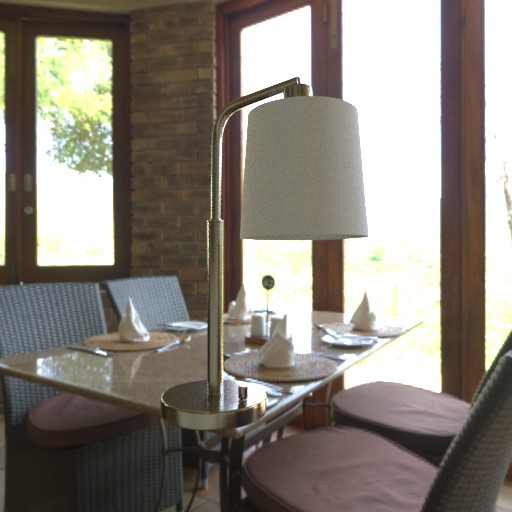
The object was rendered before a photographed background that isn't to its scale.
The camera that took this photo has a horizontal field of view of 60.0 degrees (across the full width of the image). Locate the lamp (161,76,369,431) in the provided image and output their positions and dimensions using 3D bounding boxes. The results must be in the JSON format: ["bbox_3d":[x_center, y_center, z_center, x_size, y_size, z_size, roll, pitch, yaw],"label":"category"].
[{"bbox_3d":[0.000,0.000,0.647,0.333,0.489,0.171,0,0,38],"label":"lamp"}]
